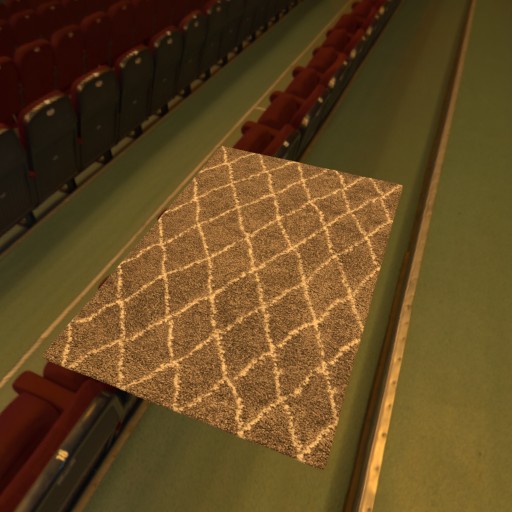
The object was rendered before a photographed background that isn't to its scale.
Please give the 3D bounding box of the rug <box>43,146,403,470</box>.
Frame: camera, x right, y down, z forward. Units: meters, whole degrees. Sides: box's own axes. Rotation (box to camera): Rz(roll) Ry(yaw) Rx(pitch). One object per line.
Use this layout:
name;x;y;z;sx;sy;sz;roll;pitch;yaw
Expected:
rug;0.000;0.000;2.273;1.219;0.030;1.778;16;47;15
